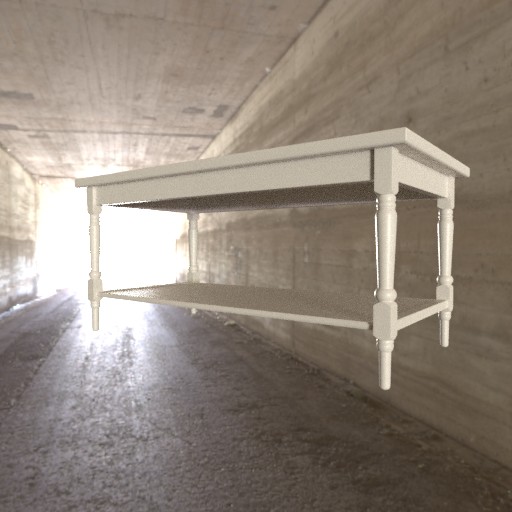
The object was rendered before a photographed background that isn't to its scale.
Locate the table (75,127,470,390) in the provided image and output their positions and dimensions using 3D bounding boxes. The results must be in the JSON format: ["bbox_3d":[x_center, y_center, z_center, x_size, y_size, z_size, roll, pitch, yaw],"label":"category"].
[{"bbox_3d":[0.000,0.000,1.378,1.107,0.510,0.550,1,2,37],"label":"table"}]
